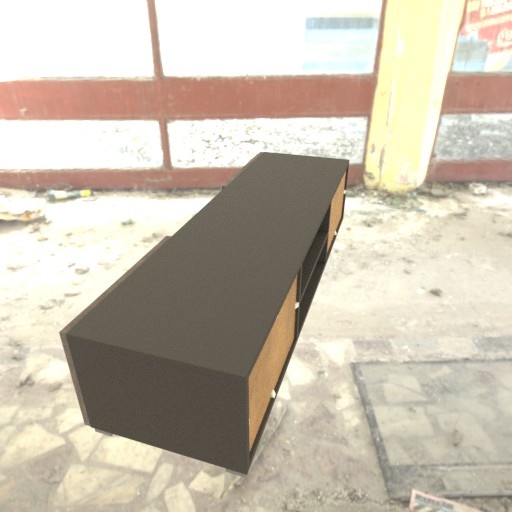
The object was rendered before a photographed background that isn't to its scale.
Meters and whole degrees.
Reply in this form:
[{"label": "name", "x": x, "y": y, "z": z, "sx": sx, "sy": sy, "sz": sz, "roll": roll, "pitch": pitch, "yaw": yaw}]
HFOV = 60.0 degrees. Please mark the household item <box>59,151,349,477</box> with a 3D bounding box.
[{"label": "household item", "x": 0.000, "y": 0.000, "z": 1.535, "sx": 0.420, "sy": 0.310, "sz": 1.400, "roll": 9, "pitch": 31, "yaw": 16}]
